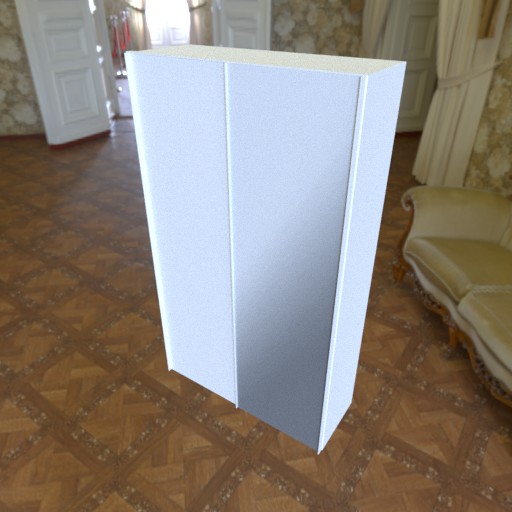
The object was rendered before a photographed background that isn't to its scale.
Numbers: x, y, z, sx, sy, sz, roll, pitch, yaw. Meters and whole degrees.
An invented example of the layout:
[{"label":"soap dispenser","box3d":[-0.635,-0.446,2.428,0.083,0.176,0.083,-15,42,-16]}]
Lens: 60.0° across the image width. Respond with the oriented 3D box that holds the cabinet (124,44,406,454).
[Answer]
[{"label":"cabinet","box3d":[0.000,0.000,2.602,1.250,2.160,0.480,19,36,29]}]
